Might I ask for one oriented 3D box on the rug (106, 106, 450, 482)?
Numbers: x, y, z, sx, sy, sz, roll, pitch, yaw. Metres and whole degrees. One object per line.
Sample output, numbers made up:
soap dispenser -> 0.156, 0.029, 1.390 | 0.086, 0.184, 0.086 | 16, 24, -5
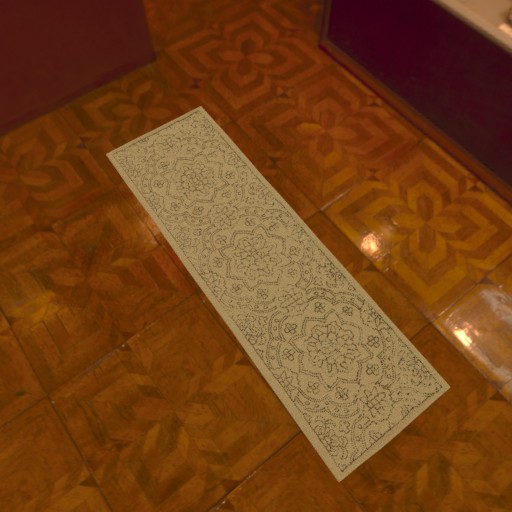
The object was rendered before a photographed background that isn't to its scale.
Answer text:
rug -> 0.000, 0.000, 2.666 | 0.769, 0.012, 2.448 | -33, 68, -15
